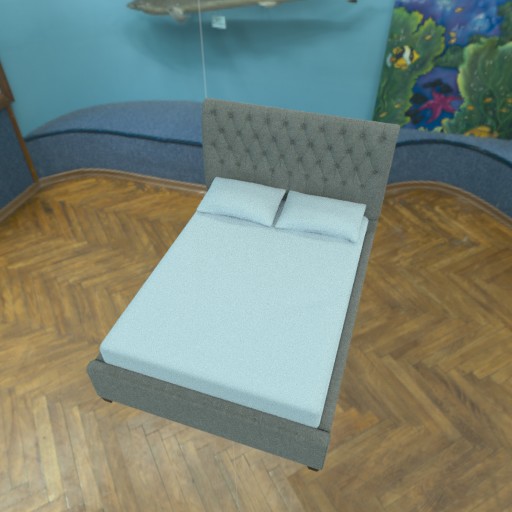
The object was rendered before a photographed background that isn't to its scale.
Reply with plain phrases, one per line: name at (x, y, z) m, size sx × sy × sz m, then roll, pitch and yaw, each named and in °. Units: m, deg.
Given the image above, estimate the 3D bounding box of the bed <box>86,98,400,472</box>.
bed at (0.000, 0.000, 3.337) m, size 1.645 × 1.371 × 2.252 m, roll 13°, pitch 44°, yaw 14°
